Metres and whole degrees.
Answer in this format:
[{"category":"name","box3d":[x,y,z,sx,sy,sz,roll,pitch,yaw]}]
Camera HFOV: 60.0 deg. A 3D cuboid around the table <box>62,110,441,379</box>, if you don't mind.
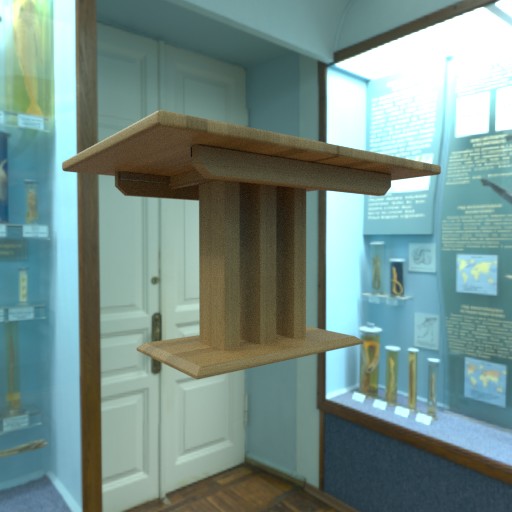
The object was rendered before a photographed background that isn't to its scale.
[{"category":"table","box3d":[0.000,0.000,1.852,1.300,0.770,0.900,-1,2,-38]}]
